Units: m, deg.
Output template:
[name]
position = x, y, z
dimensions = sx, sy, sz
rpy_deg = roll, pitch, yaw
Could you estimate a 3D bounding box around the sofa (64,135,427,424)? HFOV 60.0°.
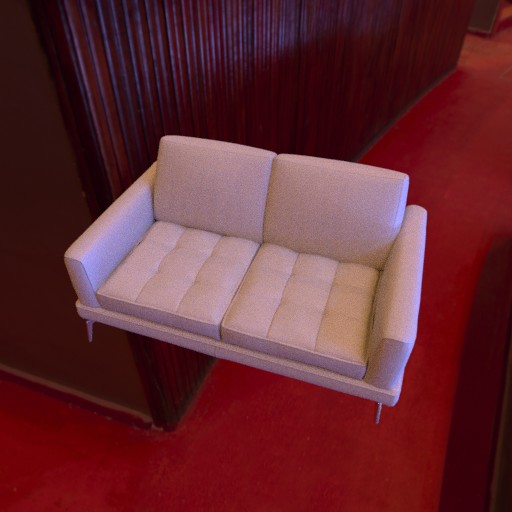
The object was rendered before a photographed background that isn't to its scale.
[sofa]
position = 0.000, 0.000, 2.536
dimensions = 1.819, 0.930, 1.121
rpy_deg = 13, 43, 14
